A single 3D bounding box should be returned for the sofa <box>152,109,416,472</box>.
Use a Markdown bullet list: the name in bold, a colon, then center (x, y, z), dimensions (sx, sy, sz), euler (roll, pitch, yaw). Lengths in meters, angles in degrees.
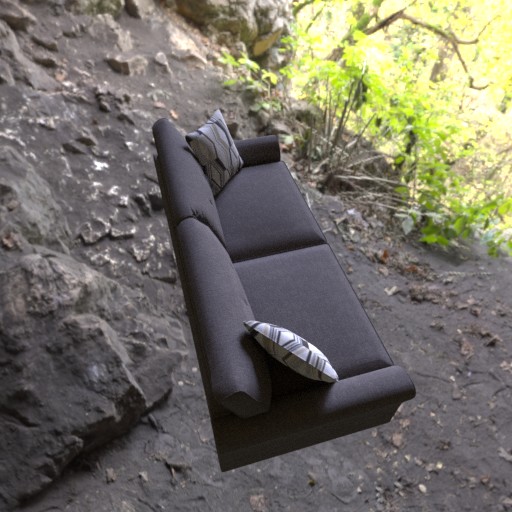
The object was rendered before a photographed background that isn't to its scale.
- **sofa**: center (0.000, 0.000, 2.513), dimensions (0.889, 0.813, 2.032), euler (-12, 49, -11)
